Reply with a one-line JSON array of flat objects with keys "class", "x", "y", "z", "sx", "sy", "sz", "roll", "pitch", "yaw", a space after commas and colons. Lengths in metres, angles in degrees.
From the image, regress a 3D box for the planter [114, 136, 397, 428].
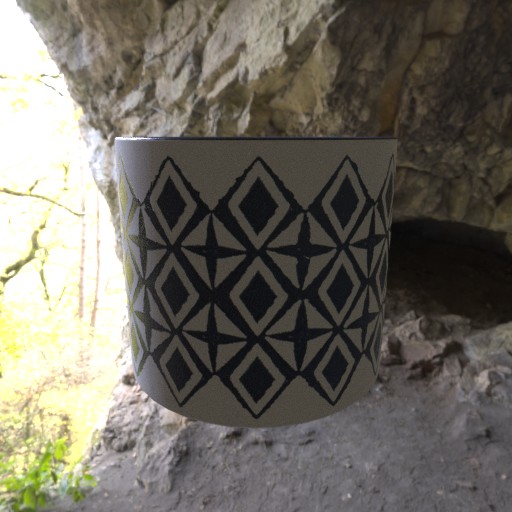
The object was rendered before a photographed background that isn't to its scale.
[{"class": "planter", "x": 0.000, "y": 0.000, "z": 0.317, "sx": 0.182, "sy": 0.165, "sz": 0.182, "roll": 0, "pitch": 15, "yaw": 0}]
